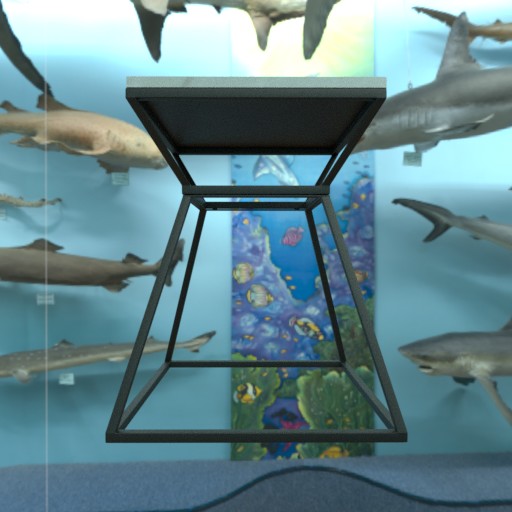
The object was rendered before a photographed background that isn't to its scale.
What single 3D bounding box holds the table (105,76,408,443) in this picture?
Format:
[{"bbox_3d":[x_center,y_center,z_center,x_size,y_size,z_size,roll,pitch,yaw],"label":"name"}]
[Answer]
[{"bbox_3d":[0.000,0.000,0.890,0.455,0.559,0.455,0,0,0],"label":"table"}]
